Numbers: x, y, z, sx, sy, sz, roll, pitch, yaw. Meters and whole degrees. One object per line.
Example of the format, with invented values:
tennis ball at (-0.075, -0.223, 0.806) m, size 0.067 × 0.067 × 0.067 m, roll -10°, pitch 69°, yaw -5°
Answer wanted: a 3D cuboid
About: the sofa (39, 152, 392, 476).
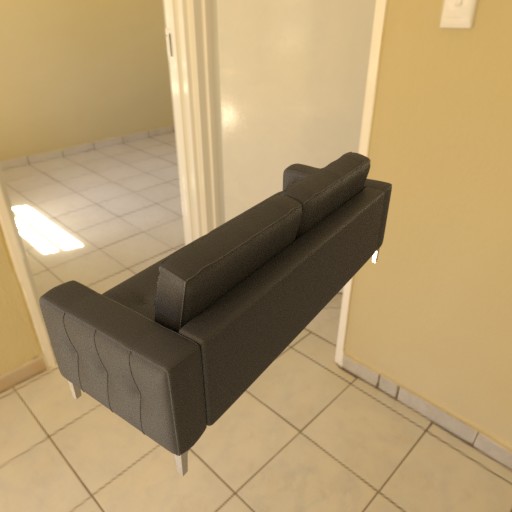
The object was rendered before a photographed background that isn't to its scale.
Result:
sofa at (0.000, 0.000, 2.648) m, size 0.833 × 0.893 × 2.275 m, roll 19°, pitch 35°, yaw 30°
